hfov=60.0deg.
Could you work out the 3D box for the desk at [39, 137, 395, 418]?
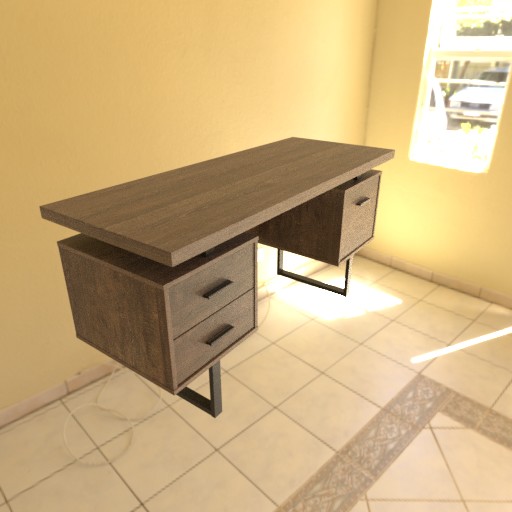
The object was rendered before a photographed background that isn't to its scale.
[{"bbox_3d":[0.000,0.000,1.973,0.600,0.760,1.524,17,30,32],"label":"desk"}]
